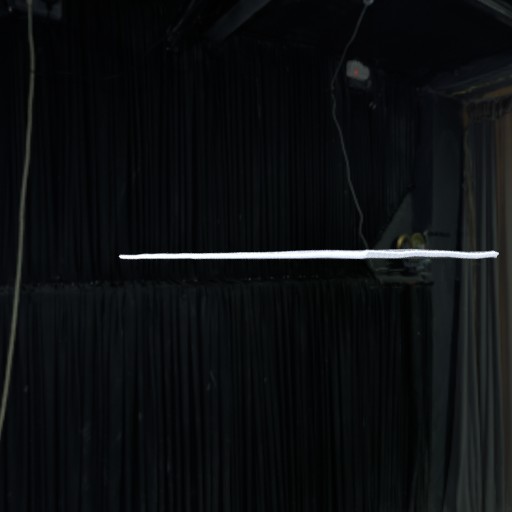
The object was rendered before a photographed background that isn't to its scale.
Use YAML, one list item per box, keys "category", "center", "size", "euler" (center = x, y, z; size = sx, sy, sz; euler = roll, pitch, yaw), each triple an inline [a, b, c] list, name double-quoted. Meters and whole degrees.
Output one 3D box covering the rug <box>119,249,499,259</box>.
- category: "rug"
  center: [0.000, 0.000, 2.598]
  size: [0.832, 0.035, 2.381]
  euler: [0, -1, -35]
